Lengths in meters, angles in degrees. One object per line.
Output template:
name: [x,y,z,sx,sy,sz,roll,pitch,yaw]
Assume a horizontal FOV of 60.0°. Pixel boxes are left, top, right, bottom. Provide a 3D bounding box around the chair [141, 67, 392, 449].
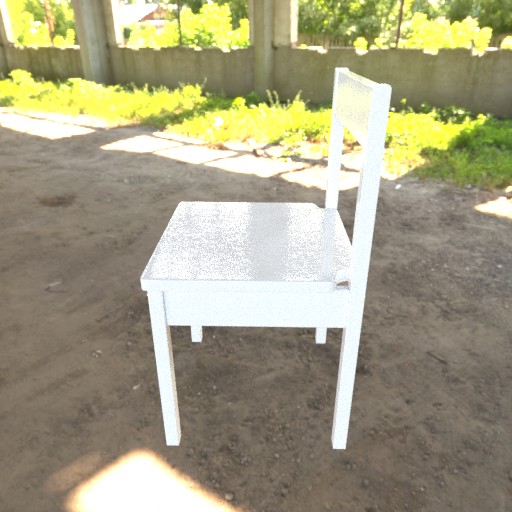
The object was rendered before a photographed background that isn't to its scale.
chair: [0.000,0.000,0.879,0.361,0.668,0.367,1,27,1]
